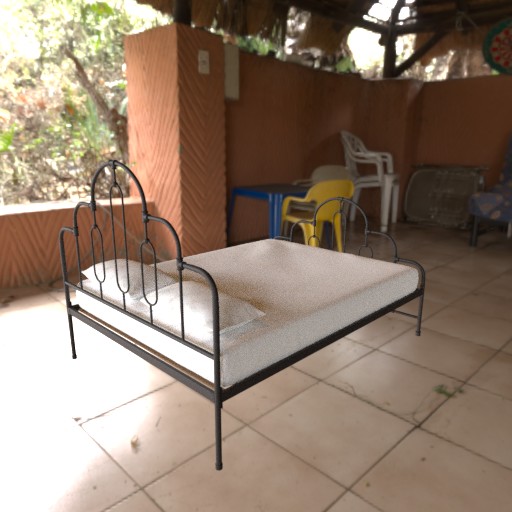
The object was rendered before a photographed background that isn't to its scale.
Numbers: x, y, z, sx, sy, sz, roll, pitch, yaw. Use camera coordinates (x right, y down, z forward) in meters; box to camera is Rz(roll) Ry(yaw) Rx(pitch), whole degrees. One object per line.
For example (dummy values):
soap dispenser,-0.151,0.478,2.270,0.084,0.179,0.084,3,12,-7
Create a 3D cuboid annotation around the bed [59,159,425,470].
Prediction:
bed,0.000,0.000,3.227,1.640,1.429,2.163,14,20,43
